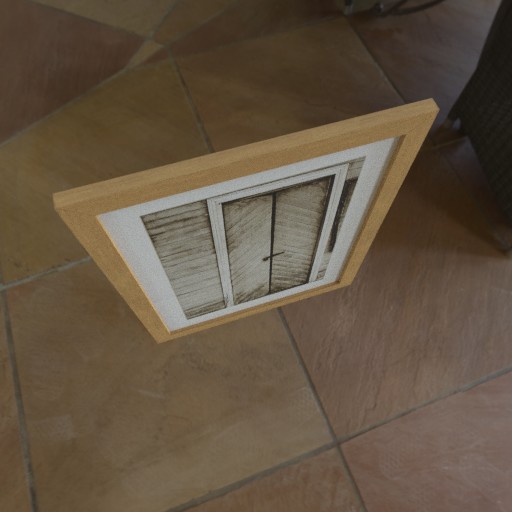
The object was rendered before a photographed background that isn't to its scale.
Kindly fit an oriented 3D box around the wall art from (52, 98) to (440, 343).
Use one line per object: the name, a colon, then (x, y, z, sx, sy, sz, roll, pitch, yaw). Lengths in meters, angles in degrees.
wall art: (0.000, 0.000, 0.761, 0.460, 0.561, 0.020, -16, 65, -8)
